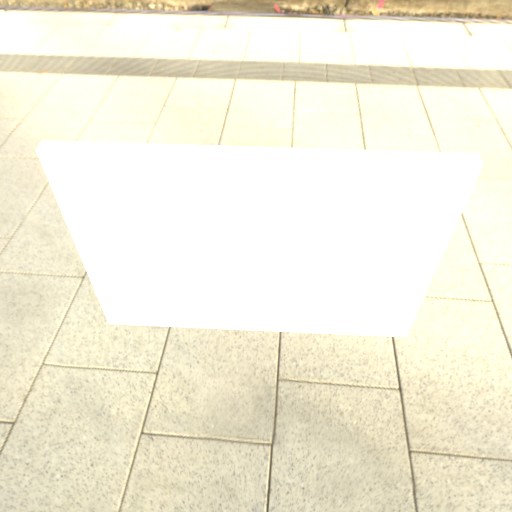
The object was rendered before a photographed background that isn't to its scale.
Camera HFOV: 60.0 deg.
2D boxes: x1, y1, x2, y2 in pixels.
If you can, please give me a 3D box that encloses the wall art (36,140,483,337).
[{"bbox_3d":[0.000,0.000,1.638,1.308,0.902,0.051,2,47,2],"label":"wall art"}]
